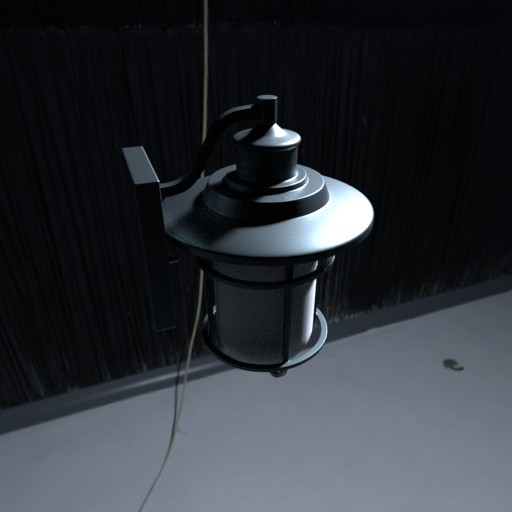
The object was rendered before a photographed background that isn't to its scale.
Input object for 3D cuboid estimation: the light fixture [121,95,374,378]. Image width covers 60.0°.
[{"bbox_3d":[0.000,0.000,0.504,0.252,0.345,0.222,-11,32,-17],"label":"light fixture"}]
